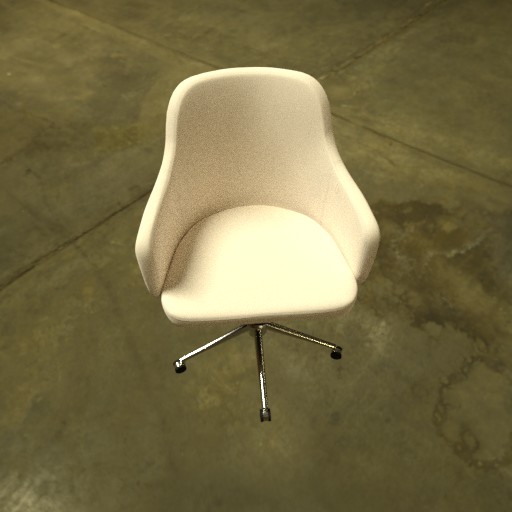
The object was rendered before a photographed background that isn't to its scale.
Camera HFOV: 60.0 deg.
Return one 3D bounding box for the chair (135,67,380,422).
[{"bbox_3d":[0.000,0.000,1.276,0.602,0.819,0.647,-4,48,-3],"label":"chair"}]
